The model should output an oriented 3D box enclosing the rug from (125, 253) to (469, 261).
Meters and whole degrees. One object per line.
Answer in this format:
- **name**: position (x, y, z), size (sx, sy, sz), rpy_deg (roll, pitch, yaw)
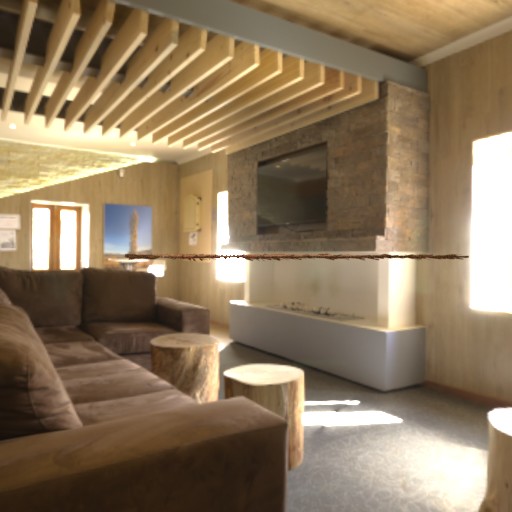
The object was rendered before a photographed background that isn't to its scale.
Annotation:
- **rug**: position (0.000, 0.000, 2.610), size (1.469, 0.040, 2.025), rpy_deg (0, 0, -17)
